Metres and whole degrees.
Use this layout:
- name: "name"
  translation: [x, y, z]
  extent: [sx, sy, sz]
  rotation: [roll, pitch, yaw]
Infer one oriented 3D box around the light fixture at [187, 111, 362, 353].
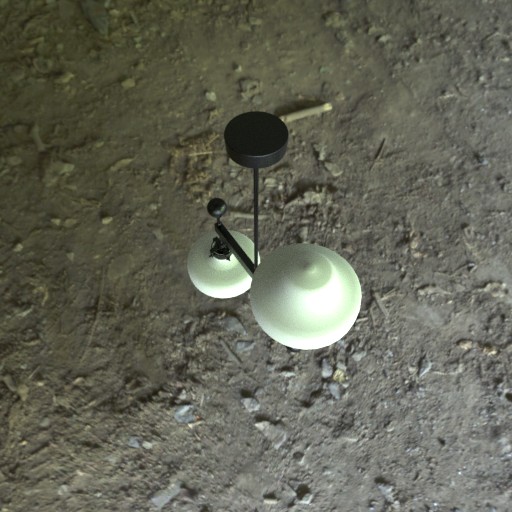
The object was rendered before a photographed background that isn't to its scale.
- name: "light fixture"
  translation: [0.000, 0.000, 1.018]
  extent: [0.489, 0.743, 0.422]
  rotation: [16, 60, 10]
